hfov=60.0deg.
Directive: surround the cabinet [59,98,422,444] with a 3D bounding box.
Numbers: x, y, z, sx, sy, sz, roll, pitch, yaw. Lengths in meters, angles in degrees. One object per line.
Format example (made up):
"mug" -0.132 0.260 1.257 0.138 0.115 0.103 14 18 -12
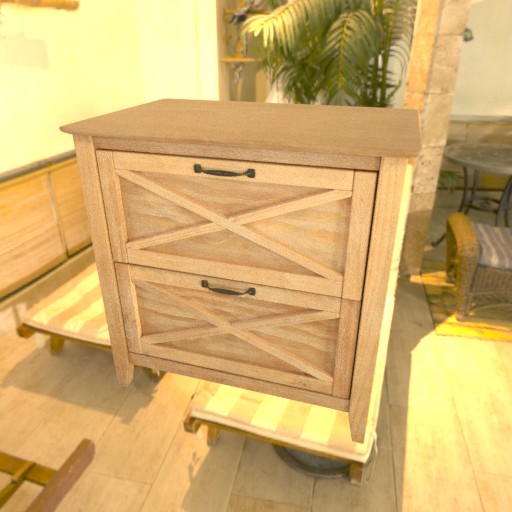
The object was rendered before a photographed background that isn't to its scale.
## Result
"cabinet" 0.000 0.000 1.257 0.763 0.762 0.503 8 28 15
